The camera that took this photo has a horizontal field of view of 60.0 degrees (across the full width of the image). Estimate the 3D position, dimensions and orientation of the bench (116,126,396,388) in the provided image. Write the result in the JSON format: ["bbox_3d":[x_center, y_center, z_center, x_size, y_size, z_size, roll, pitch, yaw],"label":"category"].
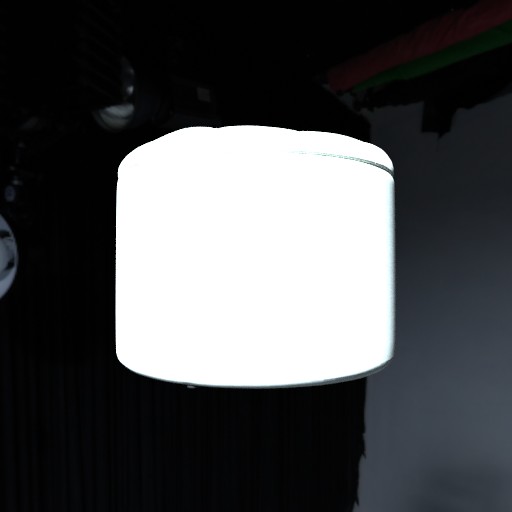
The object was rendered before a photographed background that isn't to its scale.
[{"bbox_3d":[0.000,0.000,0.999,0.600,0.453,0.600,0,-2,0],"label":"bench"}]
